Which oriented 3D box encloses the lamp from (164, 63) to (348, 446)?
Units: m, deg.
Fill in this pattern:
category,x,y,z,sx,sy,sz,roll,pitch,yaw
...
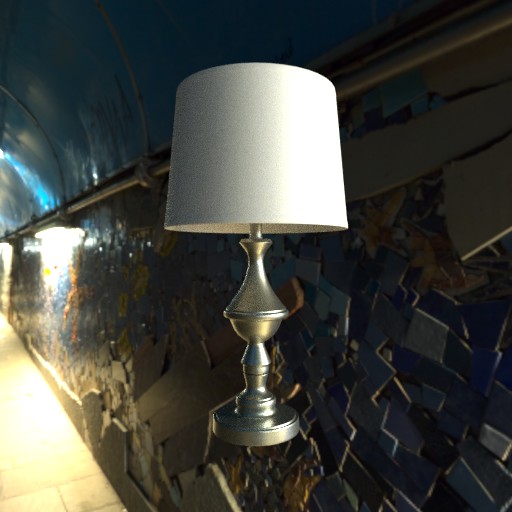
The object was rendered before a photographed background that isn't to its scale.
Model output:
category,x,y,z,sx,sy,sz,roll,pitch,yaw
lamp,0.000,0.000,0.945,0.383,0.733,0.383,0,0,0
